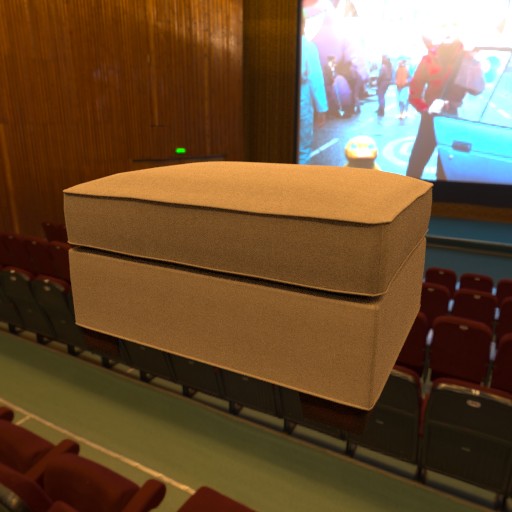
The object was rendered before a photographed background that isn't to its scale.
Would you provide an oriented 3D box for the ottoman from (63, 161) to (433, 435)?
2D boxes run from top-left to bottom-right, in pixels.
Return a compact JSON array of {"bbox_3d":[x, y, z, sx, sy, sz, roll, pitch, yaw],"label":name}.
[{"bbox_3d":[0.000,0.000,1.261,0.846,0.503,0.617,9,19,27],"label":"ottoman"}]
